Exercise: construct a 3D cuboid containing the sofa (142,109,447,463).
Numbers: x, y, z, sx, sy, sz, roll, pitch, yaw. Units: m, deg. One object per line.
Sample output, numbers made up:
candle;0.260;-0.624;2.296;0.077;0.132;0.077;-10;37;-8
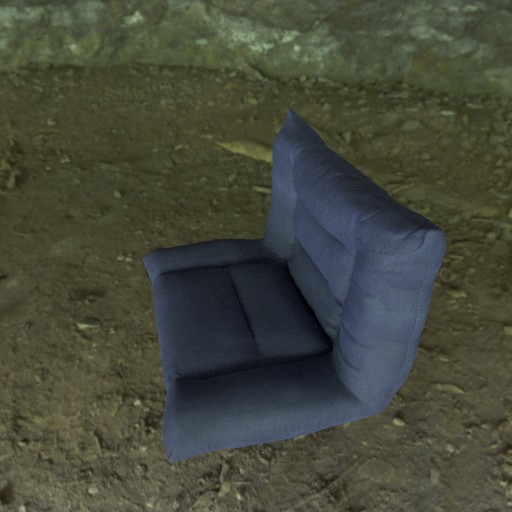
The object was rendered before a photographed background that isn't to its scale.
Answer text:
sofa;0.000;0.000;1.663;0.849;0.778;1.122;-8;33;-13
